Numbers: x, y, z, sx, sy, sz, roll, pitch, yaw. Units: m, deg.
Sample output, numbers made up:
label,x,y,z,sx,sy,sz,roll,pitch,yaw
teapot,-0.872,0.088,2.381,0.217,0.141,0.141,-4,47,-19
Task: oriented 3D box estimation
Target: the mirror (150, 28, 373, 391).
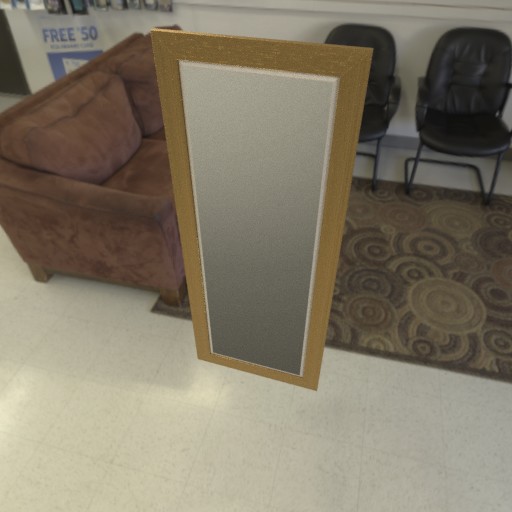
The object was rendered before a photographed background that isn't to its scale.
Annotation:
label,x,y,z,sx,sy,sz,roll,pitch,yaw
mirror,0.000,0.000,2.228,0.812,2.031,0.025,12,42,13
